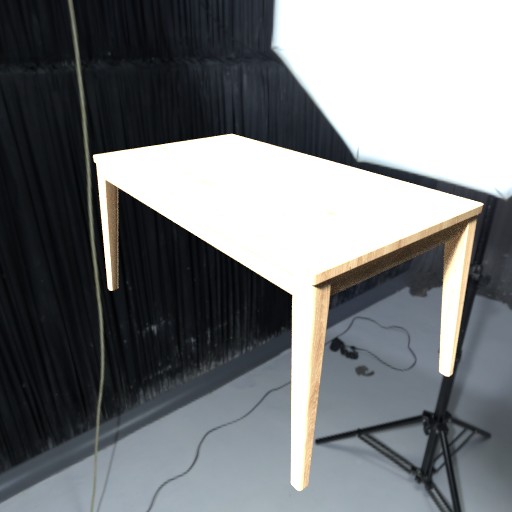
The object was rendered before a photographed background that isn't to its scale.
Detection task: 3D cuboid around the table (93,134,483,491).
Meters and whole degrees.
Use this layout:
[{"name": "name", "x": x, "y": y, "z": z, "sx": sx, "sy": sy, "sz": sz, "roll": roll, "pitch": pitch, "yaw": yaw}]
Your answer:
[{"name": "table", "x": 0.000, "y": 0.000, "z": 2.040, "sx": 0.900, "sy": 0.760, "sz": 1.600, "roll": -19, "pitch": 32, "yaw": -33}]
